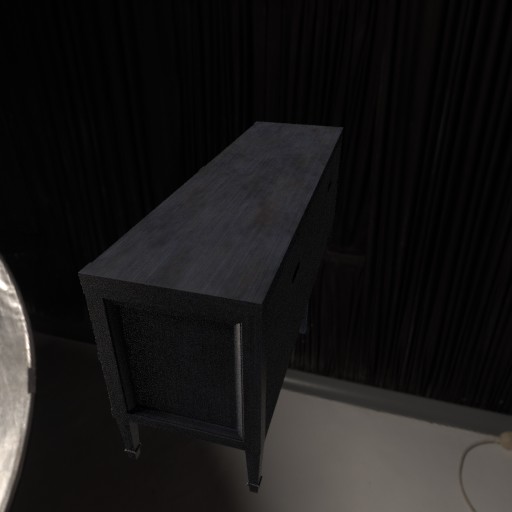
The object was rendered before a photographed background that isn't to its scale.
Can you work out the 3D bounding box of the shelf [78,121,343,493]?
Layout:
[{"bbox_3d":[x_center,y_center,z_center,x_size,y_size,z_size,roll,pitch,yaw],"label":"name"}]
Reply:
[{"bbox_3d":[0.000,0.000,1.856,0.479,0.719,1.575,8,31,14],"label":"shelf"}]
